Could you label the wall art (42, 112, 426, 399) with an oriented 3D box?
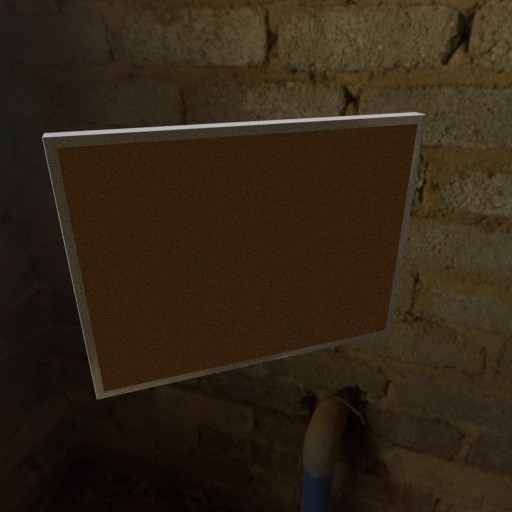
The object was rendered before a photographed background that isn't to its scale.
[{"bbox_3d":[0.000,0.000,1.351,1.041,0.787,0.053,-8,27,-17],"label":"wall art"}]
